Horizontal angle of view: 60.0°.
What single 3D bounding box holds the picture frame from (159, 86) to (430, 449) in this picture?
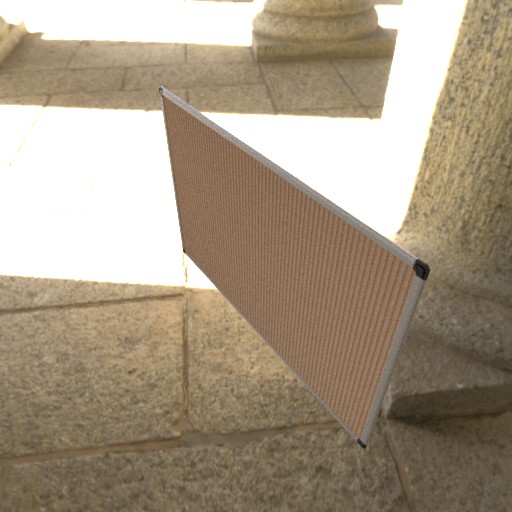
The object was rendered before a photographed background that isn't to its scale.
[{"bbox_3d":[0.000,0.000,1.141,0.010,0.600,0.900,-26,48,-26],"label":"picture frame"}]
